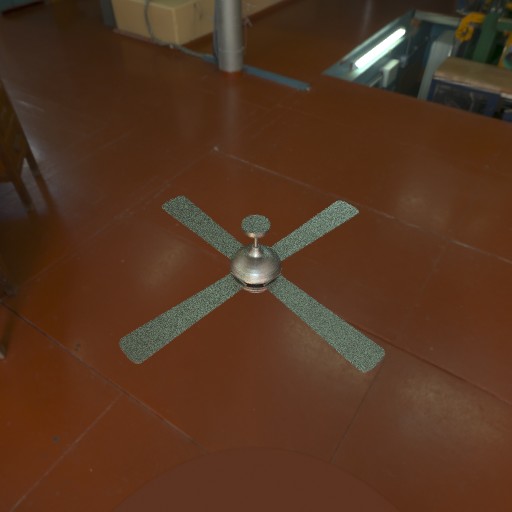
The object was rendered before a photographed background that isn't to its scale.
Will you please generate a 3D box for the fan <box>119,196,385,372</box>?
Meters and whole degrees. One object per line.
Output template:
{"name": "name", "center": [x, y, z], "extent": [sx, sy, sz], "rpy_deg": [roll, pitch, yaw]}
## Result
{"name": "fan", "center": [0.000, 0.000, 2.008], "extent": [1.321, 0.381, 1.321], "rpy_deg": [-16, 47, -15]}
